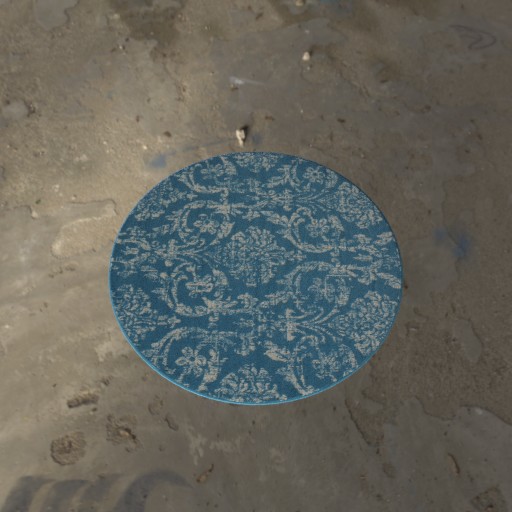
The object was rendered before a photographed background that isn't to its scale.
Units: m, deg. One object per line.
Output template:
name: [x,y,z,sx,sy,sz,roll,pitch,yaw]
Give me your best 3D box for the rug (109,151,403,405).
rug: [0.000,0.000,2.431,1.593,0.012,1.593,0,58,0]
